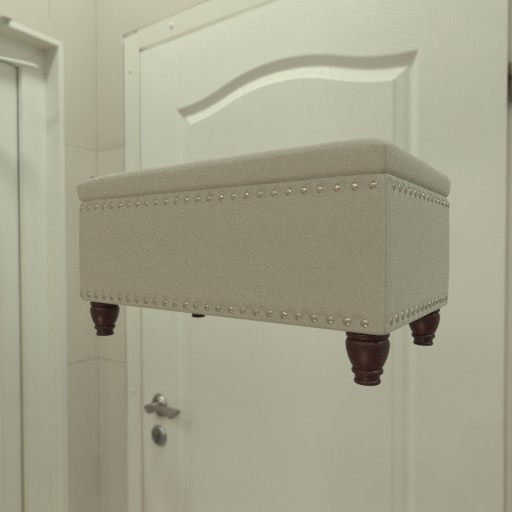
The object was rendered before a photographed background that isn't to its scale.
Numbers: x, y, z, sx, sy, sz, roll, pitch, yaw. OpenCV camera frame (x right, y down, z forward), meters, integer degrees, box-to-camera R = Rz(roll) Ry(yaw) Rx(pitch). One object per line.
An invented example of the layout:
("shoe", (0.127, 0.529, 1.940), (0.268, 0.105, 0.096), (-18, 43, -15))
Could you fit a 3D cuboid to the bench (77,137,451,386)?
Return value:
("bench", (0.000, 0.000, 1.195), (0.887, 0.449, 0.500), (1, 2, 35))
